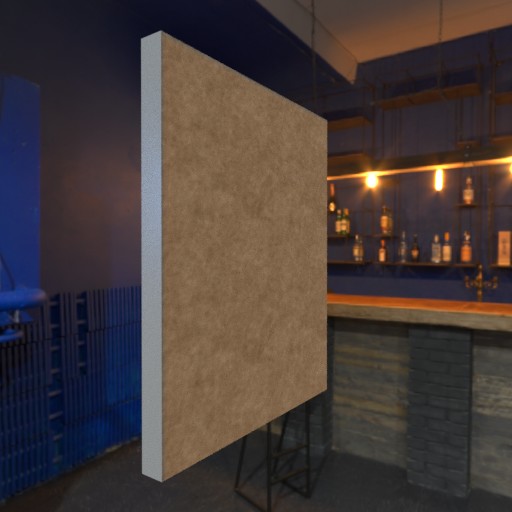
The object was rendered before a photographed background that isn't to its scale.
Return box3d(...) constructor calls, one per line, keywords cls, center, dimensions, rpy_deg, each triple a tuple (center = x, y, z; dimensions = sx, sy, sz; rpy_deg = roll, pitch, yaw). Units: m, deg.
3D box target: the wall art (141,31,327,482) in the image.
box3d(cls="wall art", center=(0.000, 0.000, 0.739), dimensions=(0.037, 0.554, 0.453), rpy_deg=(0, 1, 35))
